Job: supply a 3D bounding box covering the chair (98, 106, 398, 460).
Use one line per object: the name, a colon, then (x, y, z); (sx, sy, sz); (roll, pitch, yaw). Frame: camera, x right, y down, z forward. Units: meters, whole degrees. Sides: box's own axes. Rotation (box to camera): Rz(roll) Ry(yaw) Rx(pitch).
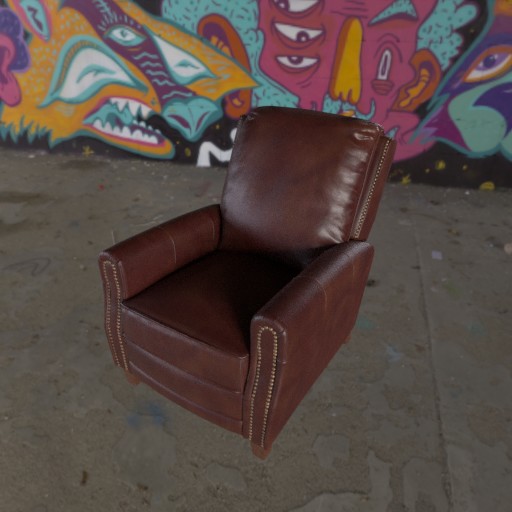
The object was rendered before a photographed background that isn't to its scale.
chair: (0.000, 0.000, 1.849); (0.826, 1.022, 1.089); (19, 36, 28)
